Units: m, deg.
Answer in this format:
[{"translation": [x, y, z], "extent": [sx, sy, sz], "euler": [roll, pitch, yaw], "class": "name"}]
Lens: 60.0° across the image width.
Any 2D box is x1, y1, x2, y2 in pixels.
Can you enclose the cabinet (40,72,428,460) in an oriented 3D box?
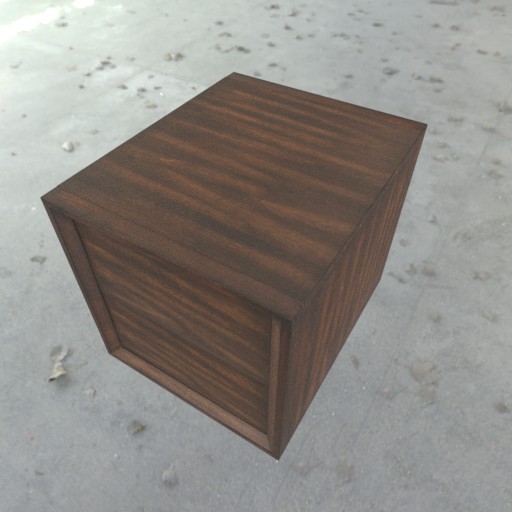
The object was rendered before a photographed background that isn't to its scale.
[{"translation": [0.000, 0.000, 0.857], "extent": [0.402, 0.455, 0.500], "euler": [24, 50, 22], "class": "cabinet"}]
